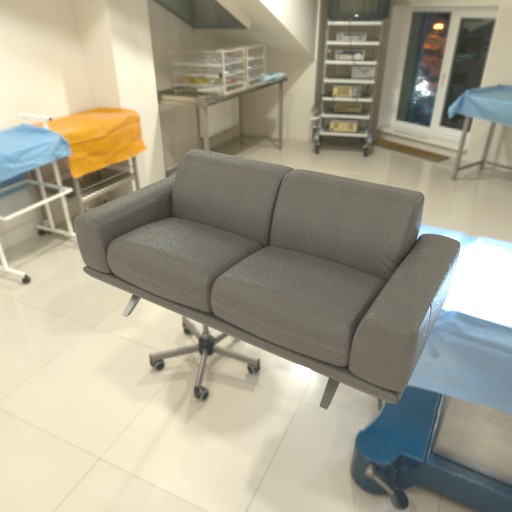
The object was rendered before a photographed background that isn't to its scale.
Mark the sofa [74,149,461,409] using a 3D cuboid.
[{"bbox_3d":[0.000,0.000,2.408,1.901,0.772,0.900,17,34,28],"label":"sofa"}]
